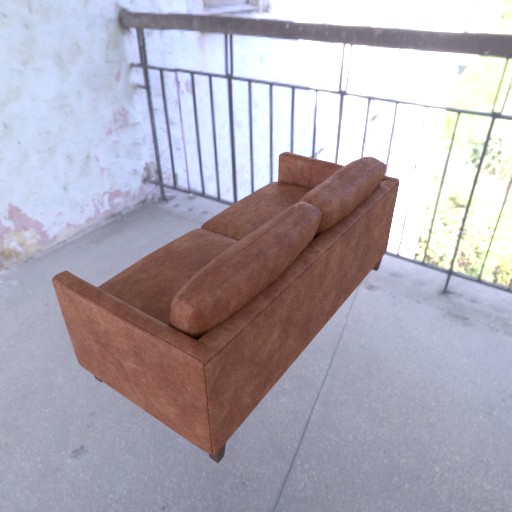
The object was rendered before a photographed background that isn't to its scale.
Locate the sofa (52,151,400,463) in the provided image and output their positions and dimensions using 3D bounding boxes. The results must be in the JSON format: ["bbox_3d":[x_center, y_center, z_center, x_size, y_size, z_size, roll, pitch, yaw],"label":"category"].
[{"bbox_3d":[0.000,0.000,2.539,0.923,0.863,1.971,21,39,29],"label":"sofa"}]
